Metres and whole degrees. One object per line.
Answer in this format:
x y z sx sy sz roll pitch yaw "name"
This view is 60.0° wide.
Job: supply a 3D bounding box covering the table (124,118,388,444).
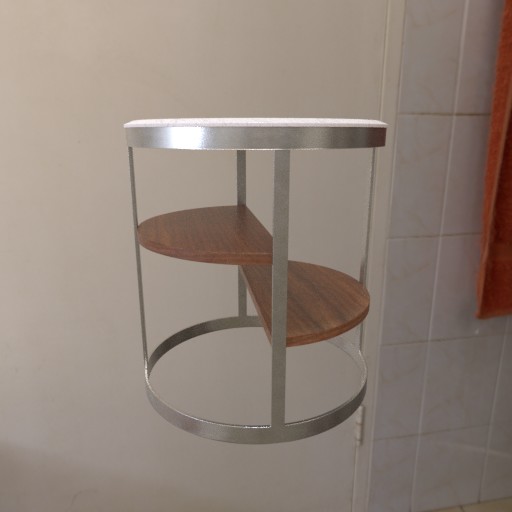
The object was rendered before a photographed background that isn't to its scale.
0.000 0.000 0.767 0.407 0.447 0.407 0 16 0 "table"
